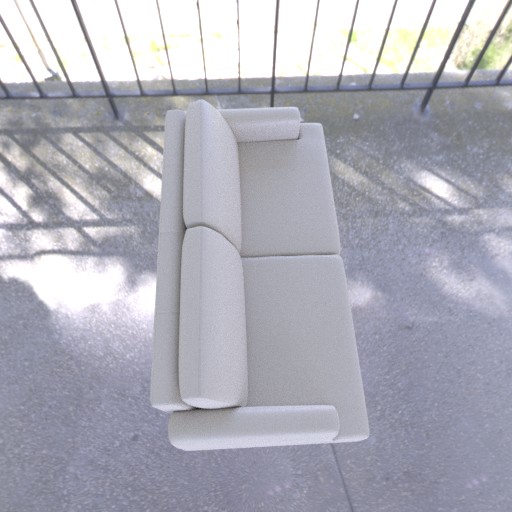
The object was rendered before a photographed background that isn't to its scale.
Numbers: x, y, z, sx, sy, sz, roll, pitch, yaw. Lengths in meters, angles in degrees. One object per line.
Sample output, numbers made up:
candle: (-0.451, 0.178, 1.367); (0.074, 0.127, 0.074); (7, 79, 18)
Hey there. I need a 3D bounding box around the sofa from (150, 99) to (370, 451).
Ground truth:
sofa: (0.000, 0.000, 2.456); (0.974, 0.765, 1.940); (-3, 63, -1)
